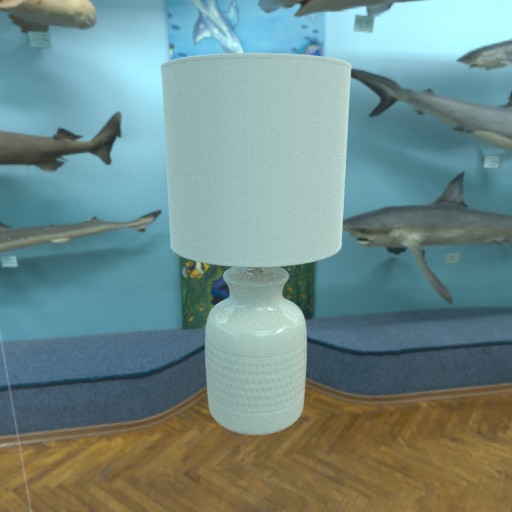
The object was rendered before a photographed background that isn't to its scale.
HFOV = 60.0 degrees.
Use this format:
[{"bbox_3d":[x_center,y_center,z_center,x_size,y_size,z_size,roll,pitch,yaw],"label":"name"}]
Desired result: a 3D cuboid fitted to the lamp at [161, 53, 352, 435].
[{"bbox_3d":[0.000,0.000,0.499,0.188,0.392,0.188,-2,16,-7],"label":"lamp"}]
